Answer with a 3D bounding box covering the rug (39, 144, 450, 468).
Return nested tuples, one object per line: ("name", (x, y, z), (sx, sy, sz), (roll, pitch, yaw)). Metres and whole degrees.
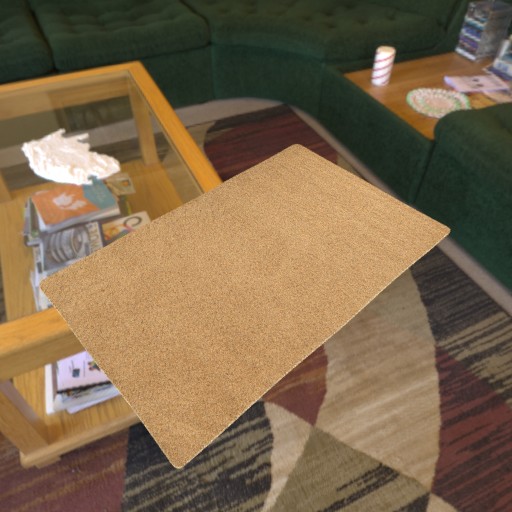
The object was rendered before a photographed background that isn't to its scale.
("rug", (0.000, 0.000, 2.938), (2.349, 0.025, 1.500), (-34, 55, -28))
